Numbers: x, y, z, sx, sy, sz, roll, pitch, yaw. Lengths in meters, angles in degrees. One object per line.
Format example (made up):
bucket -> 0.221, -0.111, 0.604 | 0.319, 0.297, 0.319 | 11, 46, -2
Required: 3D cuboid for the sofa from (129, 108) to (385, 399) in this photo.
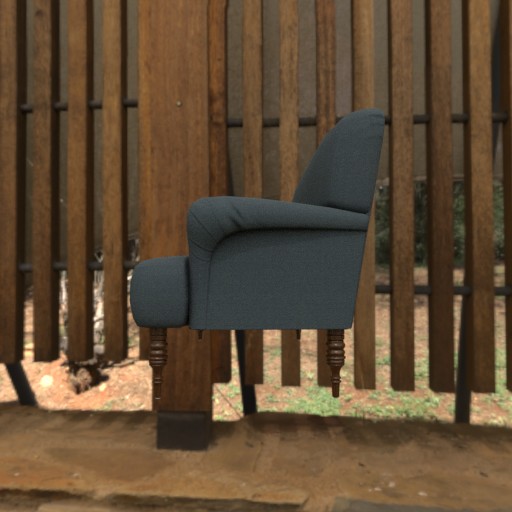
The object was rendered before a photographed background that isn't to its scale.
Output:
sofa -> 0.000, 0.000, 1.893 | 0.779, 0.889, 1.297 | 0, -2, 0
